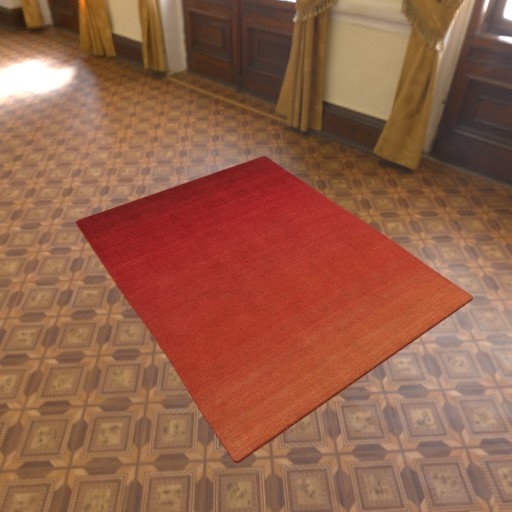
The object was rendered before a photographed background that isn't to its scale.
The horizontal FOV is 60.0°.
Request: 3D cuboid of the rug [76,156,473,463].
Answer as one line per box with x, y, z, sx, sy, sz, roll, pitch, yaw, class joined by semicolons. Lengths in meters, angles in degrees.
0.000;0.000;3.997;2.340;0.028;2.905;-25;47;-26;rug
